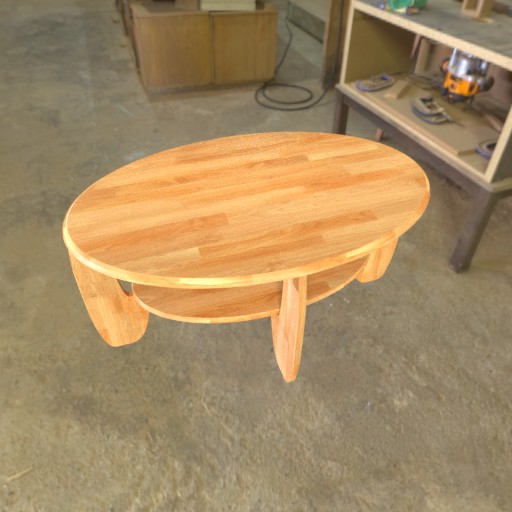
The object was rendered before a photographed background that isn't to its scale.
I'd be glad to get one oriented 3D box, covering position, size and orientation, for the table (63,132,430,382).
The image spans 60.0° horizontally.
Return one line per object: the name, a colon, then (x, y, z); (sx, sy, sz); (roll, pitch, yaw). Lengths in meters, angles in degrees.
table: (0.000, 0.000, 1.382); (1.040, 0.490, 0.690); (-13, 43, -14)
